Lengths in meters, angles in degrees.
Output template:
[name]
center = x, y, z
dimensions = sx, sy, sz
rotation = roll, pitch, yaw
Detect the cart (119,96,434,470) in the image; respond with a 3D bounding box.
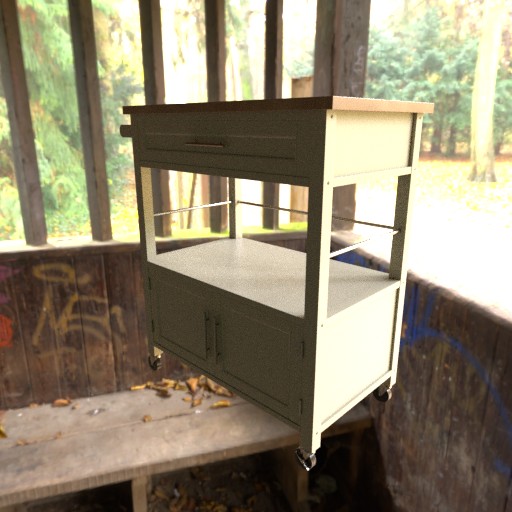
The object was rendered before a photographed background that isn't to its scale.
[cart]
center = 0.000, 0.000, 1.397
dimensions = 0.840, 0.901, 0.459
rotation = 16, 23, 42
